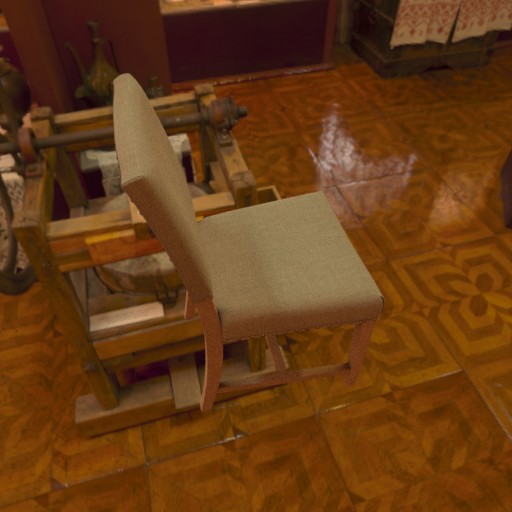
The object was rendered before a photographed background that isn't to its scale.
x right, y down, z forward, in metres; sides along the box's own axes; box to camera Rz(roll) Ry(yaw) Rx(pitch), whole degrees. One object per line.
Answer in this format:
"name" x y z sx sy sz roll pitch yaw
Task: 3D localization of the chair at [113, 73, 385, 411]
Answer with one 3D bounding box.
"chair" 0.000 0.000 1.329 0.622 0.986 0.508 -11 48 -10
